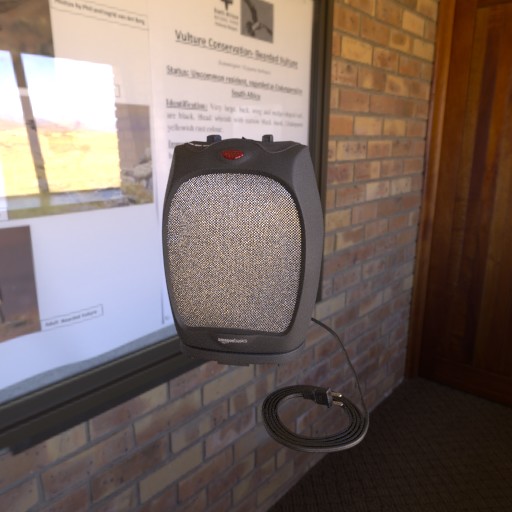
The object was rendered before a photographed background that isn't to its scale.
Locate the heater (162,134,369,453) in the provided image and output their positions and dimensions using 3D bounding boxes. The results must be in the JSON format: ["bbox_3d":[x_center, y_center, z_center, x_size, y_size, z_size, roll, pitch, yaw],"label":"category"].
[{"bbox_3d":[0.000,0.000,0.478,0.239,0.255,0.291,2,15,9],"label":"heater"}]
